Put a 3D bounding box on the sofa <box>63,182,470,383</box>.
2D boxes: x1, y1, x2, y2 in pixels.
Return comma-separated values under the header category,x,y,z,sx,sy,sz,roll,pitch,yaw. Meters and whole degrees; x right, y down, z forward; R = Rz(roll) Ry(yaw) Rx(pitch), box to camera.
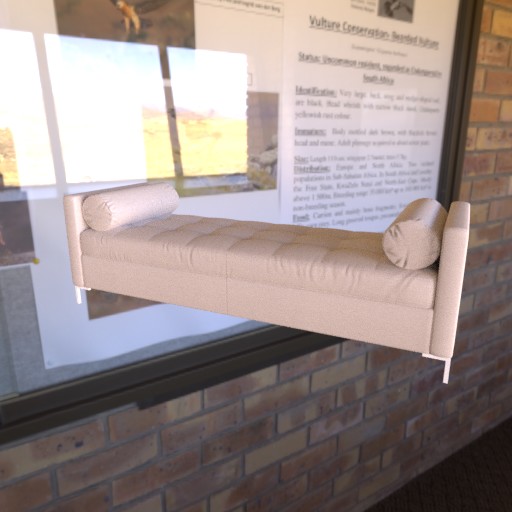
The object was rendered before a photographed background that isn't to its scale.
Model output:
category,x,y,z,sx,sy,sz,roll,pitch,yaw
sofa,0.000,0.000,2.340,1.981,0.635,0.686,7,17,24
